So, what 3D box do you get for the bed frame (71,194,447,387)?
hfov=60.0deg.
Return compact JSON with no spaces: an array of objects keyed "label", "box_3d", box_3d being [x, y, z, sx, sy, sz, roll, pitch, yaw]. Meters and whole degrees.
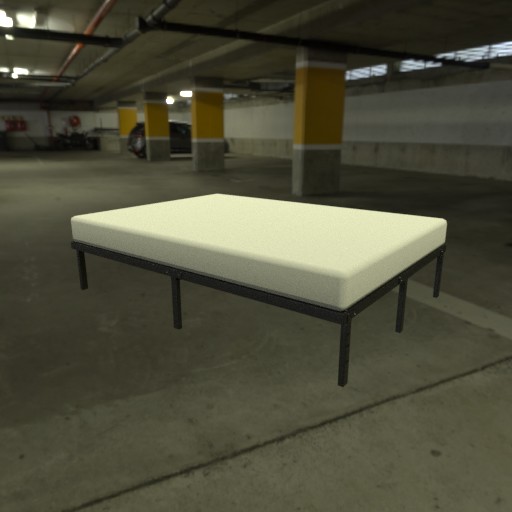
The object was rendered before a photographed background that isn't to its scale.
[{"label":"bed frame","box_3d":[0.000,0.000,3.845,2.842,0.680,2.205,15,22,43]}]
